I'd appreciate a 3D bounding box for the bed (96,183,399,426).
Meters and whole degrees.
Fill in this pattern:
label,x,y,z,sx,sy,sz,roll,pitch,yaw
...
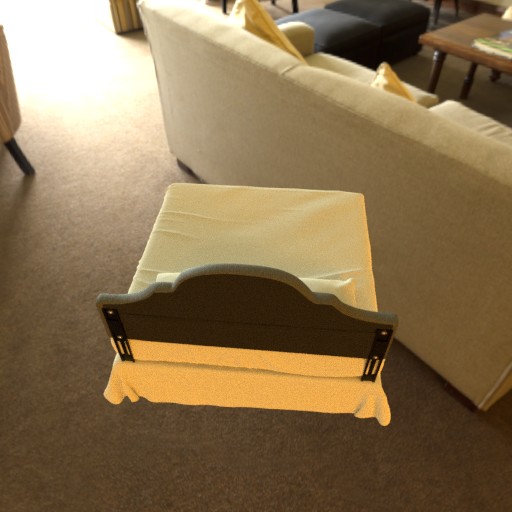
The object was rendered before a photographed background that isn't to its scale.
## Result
label,x,y,z,sx,sy,sz,roll,pitch,yaw
bed,0.000,0.000,3.820,2.303,1.631,2.222,4,45,4
